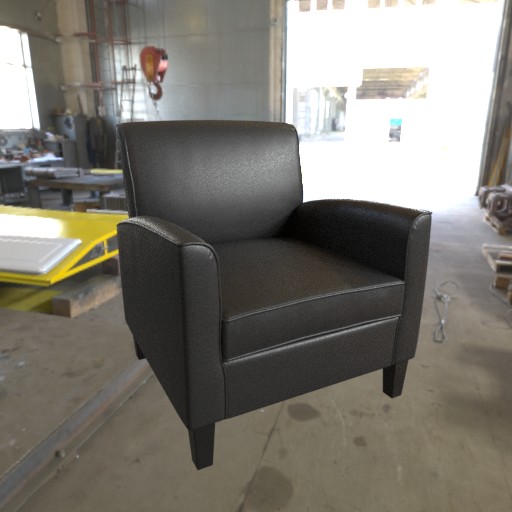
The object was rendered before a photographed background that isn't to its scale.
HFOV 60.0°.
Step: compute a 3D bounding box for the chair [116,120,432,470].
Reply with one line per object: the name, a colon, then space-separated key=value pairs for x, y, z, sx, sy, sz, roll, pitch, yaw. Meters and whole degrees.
chair: x=0.000 y=0.000 z=1.554 sx=0.820 sy=0.916 sz=0.819 roll=-9 pitch=19 yaw=-27
